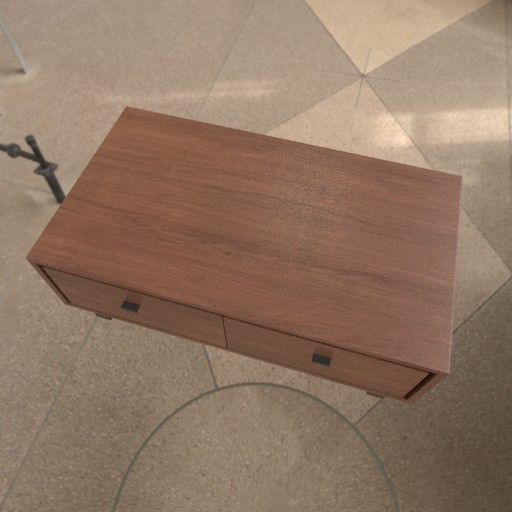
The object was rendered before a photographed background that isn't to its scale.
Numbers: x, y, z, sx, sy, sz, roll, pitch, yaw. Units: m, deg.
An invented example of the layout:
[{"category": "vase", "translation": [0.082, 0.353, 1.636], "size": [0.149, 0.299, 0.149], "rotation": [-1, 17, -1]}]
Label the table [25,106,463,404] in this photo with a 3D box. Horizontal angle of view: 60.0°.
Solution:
[{"category": "table", "translation": [0.000, 0.000, 1.317], "size": [1.020, 0.380, 0.600], "rotation": [14, 59, 9]}]
